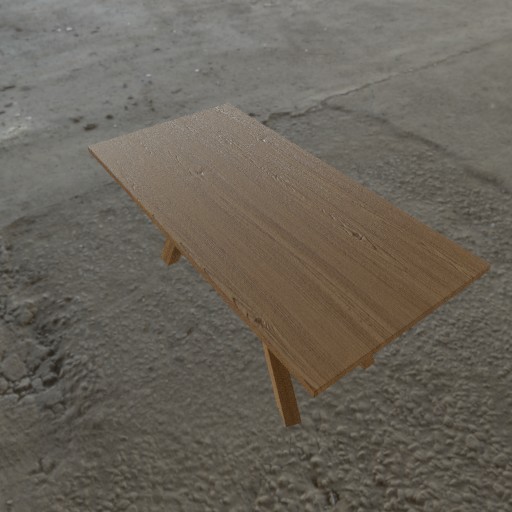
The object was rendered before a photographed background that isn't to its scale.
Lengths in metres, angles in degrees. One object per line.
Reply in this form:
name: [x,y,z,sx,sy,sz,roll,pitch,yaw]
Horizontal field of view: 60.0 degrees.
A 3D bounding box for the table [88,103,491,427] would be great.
table: [0.000,0.000,2.276,0.901,0.750,1.797,-27,49,-26]
